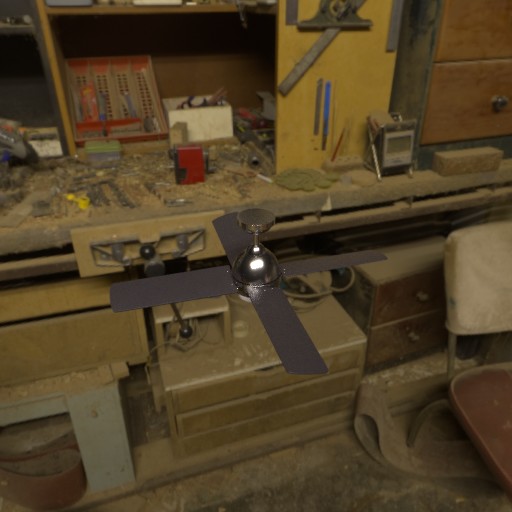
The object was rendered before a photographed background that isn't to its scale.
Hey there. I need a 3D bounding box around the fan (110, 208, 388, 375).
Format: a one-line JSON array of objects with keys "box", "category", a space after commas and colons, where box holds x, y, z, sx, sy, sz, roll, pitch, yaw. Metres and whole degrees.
[{"box": [0.000, 0.000, 2.047, 1.332, 0.403, 1.332, -9, 32, -14], "category": "fan"}]
